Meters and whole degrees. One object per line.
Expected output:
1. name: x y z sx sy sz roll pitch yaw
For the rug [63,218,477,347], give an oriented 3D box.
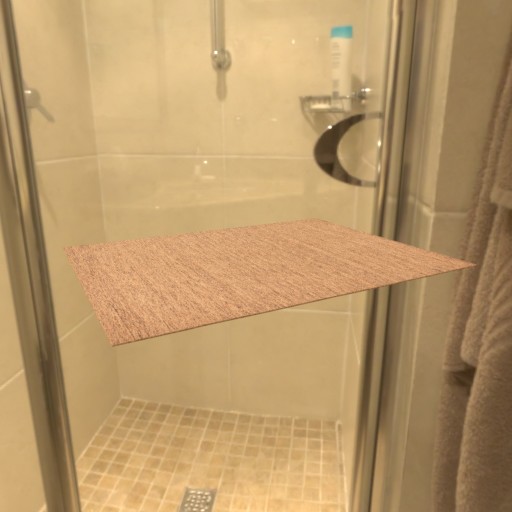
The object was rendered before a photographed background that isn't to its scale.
1. rug: 0.000 0.000 4.281 3.205 0.013 2.448 -9 18 -28
